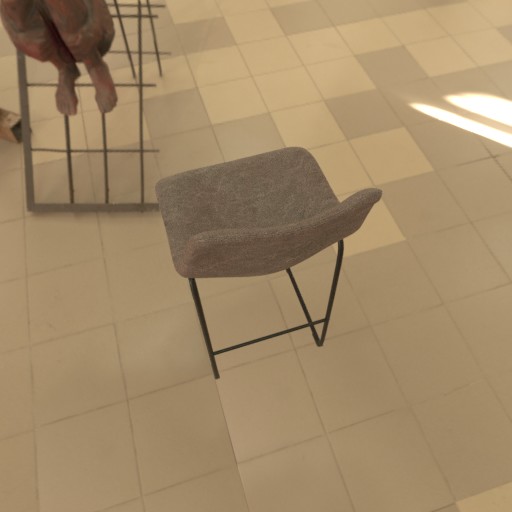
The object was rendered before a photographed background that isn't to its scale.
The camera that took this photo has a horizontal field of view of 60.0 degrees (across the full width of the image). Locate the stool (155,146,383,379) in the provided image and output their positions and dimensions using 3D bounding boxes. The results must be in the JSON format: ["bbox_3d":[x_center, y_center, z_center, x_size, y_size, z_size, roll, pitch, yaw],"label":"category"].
[{"bbox_3d":[0.000,0.000,1.442,0.514,1.082,0.561,-15,60,-9],"label":"stool"}]
